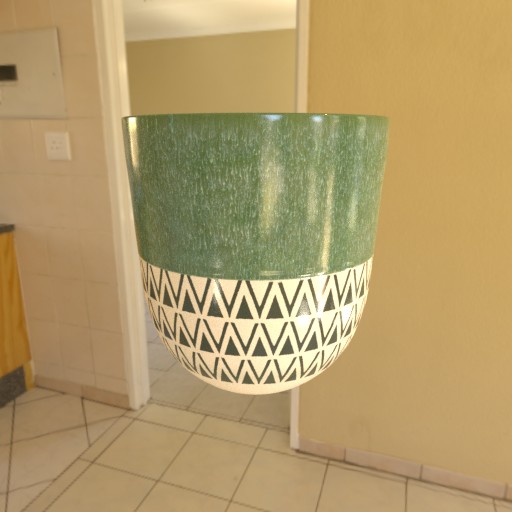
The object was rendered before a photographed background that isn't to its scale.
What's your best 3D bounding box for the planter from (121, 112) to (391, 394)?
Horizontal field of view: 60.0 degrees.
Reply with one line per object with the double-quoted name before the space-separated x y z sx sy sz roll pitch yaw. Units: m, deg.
"planter" 0.000 0.000 0.362 0.195 0.214 0.195 0 15 0
